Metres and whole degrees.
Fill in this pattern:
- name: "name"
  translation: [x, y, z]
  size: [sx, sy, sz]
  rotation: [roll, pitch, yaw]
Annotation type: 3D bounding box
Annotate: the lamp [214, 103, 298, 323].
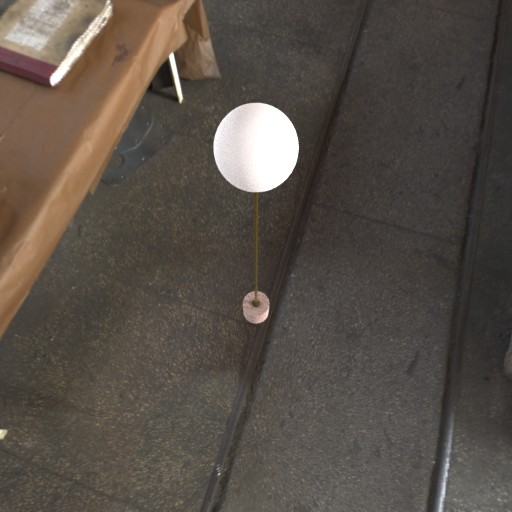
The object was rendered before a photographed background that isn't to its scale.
- name: "lamp"
  translation: [0.000, 0.000, 1.893]
  size: [0.229, 1.748, 0.229]
  rotation: [-15, 68, -6]
